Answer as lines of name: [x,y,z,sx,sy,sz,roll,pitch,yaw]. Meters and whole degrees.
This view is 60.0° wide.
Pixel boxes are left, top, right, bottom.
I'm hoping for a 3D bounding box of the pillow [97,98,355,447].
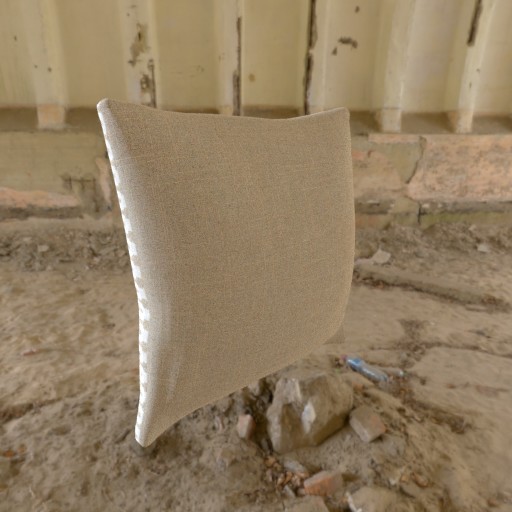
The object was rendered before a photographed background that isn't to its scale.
pillow: [0.000,0.000,0.756,0.496,0.491,0.219,-15,22,-41]
